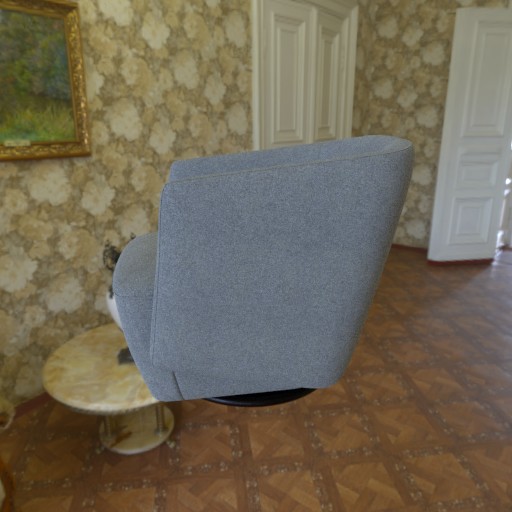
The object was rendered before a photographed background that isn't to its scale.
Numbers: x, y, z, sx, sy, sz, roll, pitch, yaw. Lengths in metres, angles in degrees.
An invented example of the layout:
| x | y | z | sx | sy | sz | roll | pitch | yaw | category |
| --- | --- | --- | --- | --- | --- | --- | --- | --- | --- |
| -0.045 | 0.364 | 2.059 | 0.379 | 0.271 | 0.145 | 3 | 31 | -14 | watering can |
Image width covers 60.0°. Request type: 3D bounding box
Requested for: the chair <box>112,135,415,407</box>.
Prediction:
| x | y | z | sx | sy | sz | roll | pitch | yaw | category |
| --- | --- | --- | --- | --- | --- | --- | --- | --- | --- |
| 0.000 | 0.000 | 1.642 | 0.986 | 0.861 | 0.822 | -2 | 16 | -8 | chair |
